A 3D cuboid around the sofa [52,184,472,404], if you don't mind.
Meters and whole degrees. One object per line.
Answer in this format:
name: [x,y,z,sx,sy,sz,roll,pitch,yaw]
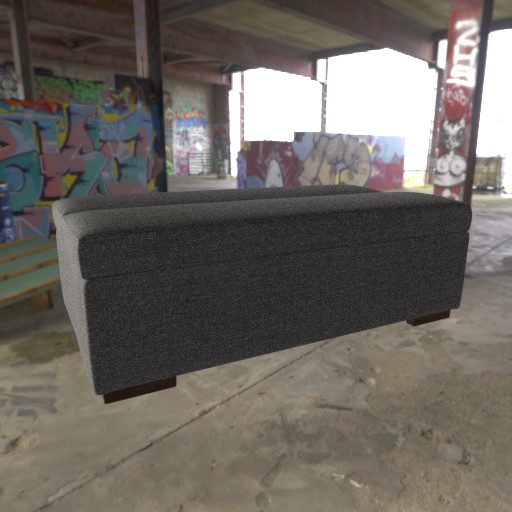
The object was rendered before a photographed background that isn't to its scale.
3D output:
sofa: [0.000,0.000,1.531,1.198,0.417,0.782,-7,15,-27]
